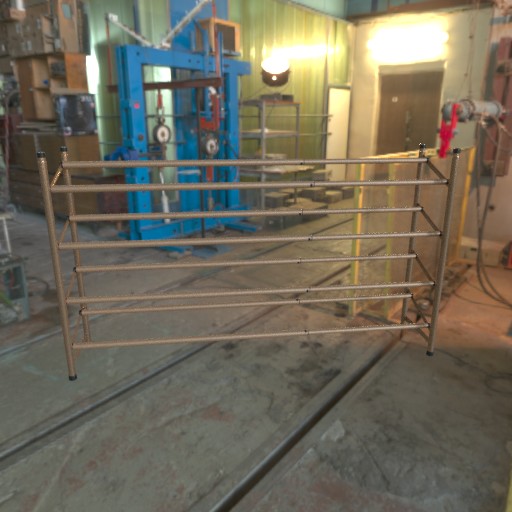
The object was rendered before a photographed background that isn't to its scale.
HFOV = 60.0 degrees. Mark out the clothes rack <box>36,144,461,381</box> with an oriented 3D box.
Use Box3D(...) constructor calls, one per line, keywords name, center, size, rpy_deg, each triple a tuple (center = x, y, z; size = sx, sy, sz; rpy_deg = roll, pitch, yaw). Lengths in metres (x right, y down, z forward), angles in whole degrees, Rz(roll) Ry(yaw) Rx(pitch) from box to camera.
Box3D(name="clothes rack", center=(0.000, 0.000, 1.409), size=(1.168, 0.672, 0.229), rpy_deg=(-2, 18, -7))
